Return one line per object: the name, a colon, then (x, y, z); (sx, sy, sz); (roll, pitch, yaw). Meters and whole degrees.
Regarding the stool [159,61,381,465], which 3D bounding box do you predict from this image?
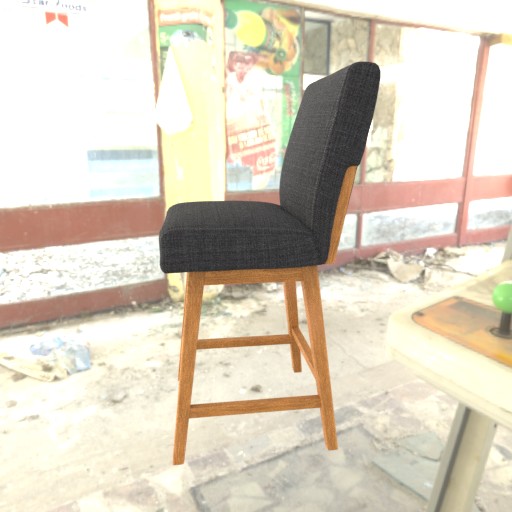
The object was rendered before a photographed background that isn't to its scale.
stool: (0.000, 0.000, 1.296); (0.526, 1.010, 0.459); (-2, 15, -8)
